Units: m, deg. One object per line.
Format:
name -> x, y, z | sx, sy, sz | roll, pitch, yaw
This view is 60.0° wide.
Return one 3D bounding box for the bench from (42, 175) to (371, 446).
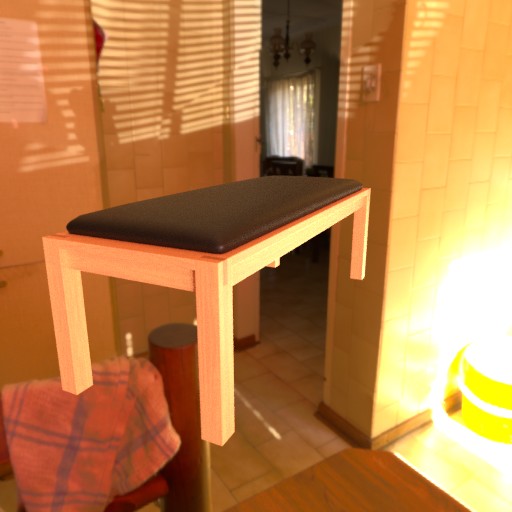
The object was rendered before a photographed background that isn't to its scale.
bench -> 0.000, 0.000, 1.438 | 0.450, 0.430, 1.202 | 8, 17, 25
